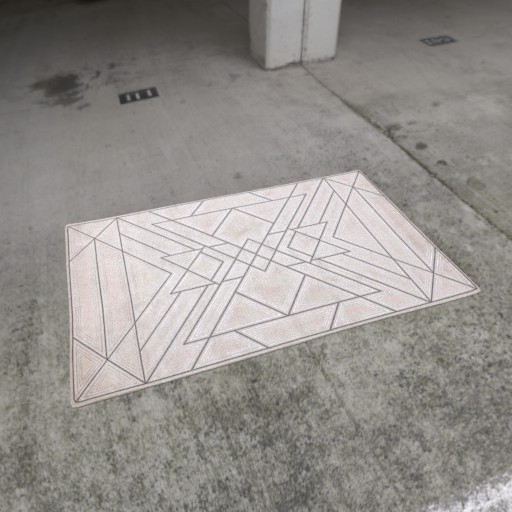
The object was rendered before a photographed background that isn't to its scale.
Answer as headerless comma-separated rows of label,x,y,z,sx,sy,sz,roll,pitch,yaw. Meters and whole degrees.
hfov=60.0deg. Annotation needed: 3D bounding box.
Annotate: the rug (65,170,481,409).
rug,0.000,0.000,3.030,2.459,0.023,1.575,-13,43,-14
